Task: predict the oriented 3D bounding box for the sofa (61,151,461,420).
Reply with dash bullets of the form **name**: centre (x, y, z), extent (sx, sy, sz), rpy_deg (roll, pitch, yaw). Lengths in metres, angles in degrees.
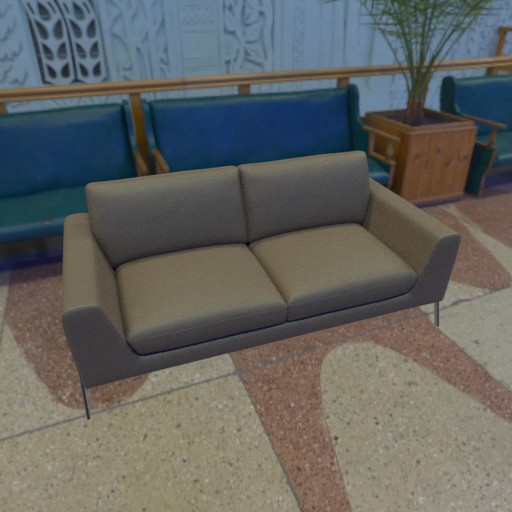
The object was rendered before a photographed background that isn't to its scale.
- **sofa**: centre (0.000, 0.000, 2.521), extent (2.017, 0.875, 0.953), rpy_deg (-10, 33, -17)
